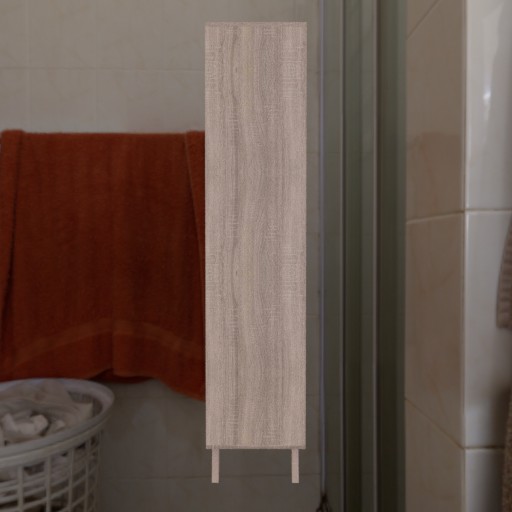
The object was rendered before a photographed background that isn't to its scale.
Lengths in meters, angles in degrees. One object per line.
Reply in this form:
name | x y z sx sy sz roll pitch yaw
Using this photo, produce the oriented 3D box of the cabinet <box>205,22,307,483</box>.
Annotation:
cabinet | 0.000 0.000 2.048 0.400 1.850 0.570 0 1 0
